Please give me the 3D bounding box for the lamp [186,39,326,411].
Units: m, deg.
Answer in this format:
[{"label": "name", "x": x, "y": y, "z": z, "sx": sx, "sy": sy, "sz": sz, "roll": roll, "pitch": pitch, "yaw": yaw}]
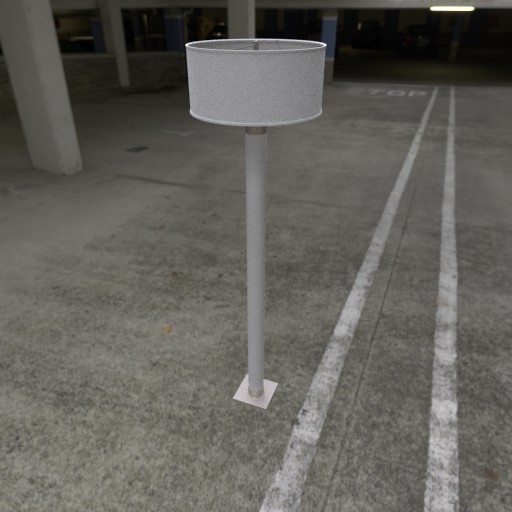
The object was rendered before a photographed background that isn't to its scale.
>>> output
[{"label": "lamp", "x": 0.000, "y": 0.000, "z": 1.685, "sx": 0.420, "sy": 1.475, "sz": 0.420, "roll": 11, "pitch": 32, "yaw": 19}]
